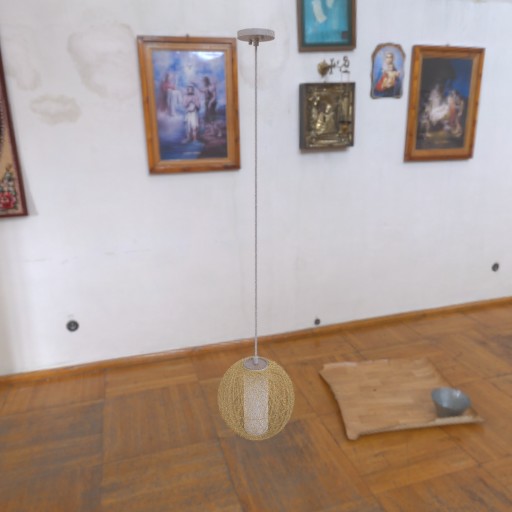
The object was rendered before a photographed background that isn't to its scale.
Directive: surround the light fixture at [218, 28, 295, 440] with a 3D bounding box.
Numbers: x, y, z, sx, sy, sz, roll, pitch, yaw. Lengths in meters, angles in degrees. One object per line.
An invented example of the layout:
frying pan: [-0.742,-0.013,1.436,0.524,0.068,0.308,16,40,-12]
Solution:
light fixture: [0.000,0.000,2.131,0.407,1.955,0.406,8,18,27]
